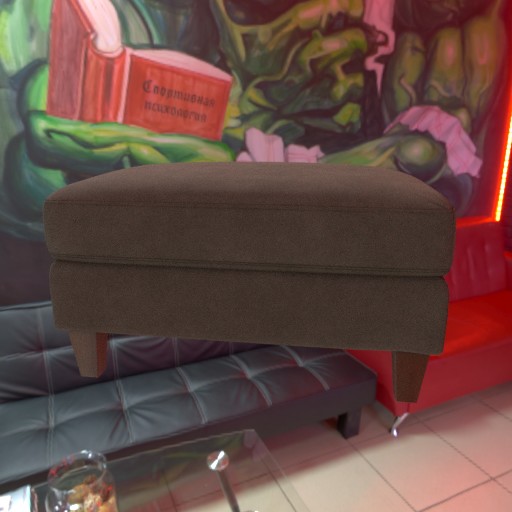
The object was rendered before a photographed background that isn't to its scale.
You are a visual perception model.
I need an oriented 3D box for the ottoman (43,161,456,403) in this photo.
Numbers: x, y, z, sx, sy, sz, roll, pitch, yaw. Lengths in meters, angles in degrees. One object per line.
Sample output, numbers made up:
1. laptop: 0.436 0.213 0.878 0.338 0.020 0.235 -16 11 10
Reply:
1. ottoman: 0.000 0.000 1.179 0.864 0.483 0.584 2 16 8
